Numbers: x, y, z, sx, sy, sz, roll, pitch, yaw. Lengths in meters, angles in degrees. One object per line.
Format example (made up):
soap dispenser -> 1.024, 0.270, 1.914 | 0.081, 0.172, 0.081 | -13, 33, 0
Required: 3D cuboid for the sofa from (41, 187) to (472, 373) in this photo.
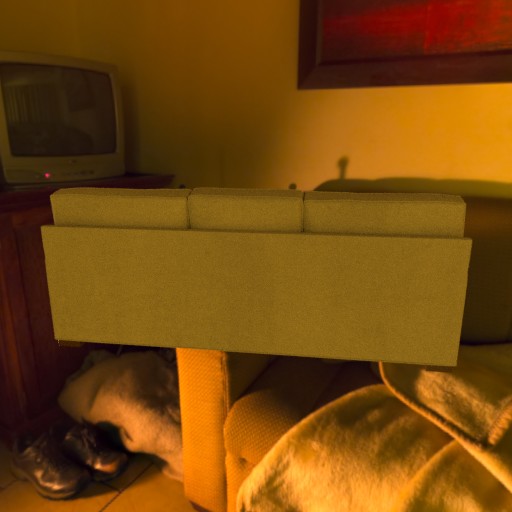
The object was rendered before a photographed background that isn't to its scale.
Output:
sofa -> 0.000, 0.000, 2.607 | 2.093, 0.862, 0.936 | 2, 15, 8
